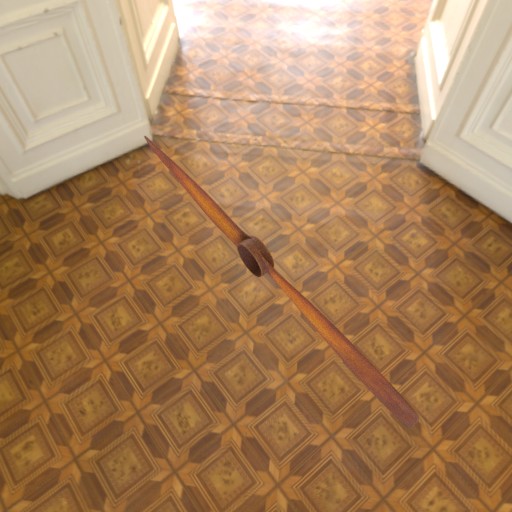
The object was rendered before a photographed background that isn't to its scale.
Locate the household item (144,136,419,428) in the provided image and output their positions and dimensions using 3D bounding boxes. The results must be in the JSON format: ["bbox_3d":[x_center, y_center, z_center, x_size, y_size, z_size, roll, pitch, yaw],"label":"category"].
[{"bbox_3d":[0.000,0.000,1.271,0.051,0.121,1.181,-35,65,-19],"label":"household item"}]
